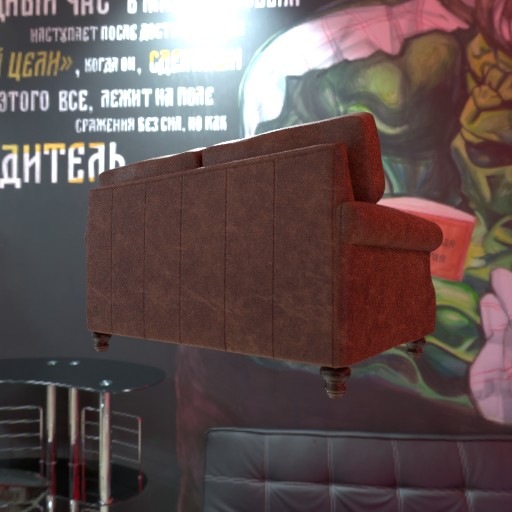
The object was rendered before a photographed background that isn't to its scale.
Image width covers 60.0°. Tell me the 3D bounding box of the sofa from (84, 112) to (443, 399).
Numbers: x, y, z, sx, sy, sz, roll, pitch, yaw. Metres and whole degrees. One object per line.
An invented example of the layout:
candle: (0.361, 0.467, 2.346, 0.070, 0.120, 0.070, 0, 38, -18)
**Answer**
sofa: (0.000, 0.000, 2.201, 1.616, 0.967, 0.990, -1, -2, 37)
